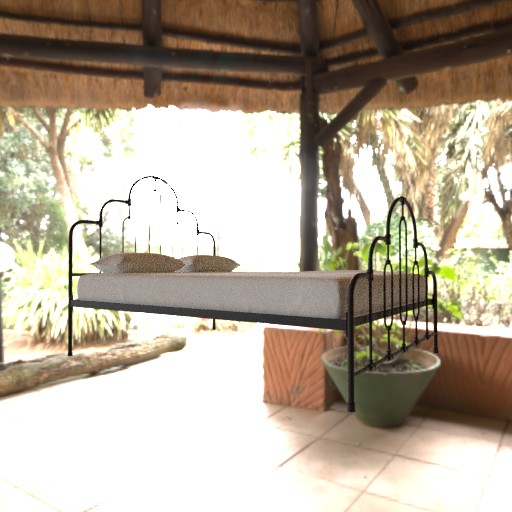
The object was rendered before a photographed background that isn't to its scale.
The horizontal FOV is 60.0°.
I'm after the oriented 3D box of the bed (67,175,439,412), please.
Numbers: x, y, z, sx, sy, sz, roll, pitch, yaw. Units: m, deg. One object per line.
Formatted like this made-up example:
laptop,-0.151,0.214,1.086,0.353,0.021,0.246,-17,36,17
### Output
bed,0.000,0.000,3.233,2.163,1.429,1.640,-1,-2,35
